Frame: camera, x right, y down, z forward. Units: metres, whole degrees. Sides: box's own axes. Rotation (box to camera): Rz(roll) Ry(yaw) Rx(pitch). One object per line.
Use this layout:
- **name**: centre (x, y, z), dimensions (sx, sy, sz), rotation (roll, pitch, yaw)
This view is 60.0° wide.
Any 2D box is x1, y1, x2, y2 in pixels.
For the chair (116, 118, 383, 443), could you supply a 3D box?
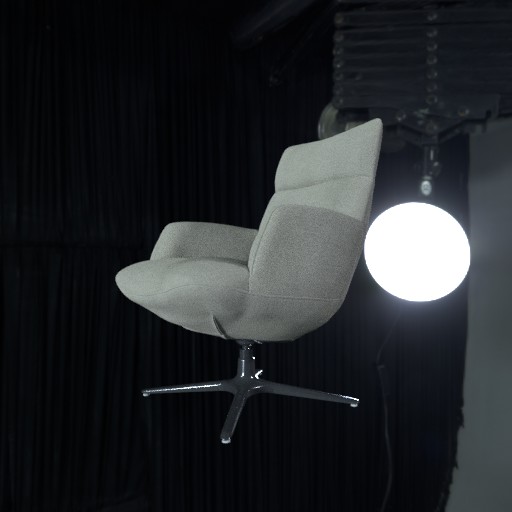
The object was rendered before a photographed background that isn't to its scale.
- **chair**: centre (0.000, 0.000, 1.597), dimensions (0.889, 1.016, 0.711), rotation (1, -1, -37)
